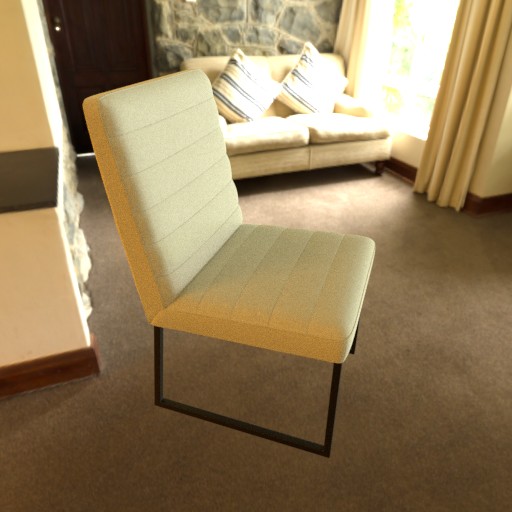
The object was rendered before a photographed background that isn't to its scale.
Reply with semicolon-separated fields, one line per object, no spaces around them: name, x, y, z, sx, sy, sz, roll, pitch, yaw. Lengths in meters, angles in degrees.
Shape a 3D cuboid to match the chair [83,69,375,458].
chair;0.000;0.000;1.274;0.634;0.930;0.520;10;31;17
